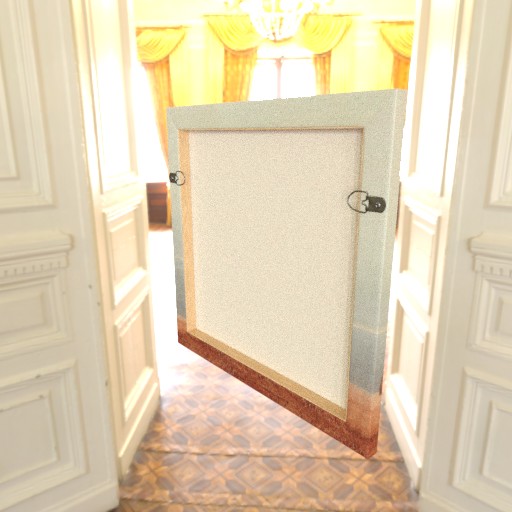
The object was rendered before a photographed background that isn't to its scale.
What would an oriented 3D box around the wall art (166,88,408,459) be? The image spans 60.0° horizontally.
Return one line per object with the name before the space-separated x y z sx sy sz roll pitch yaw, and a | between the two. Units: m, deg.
wall art | 0.000 0.000 0.611 0.023 0.405 0.405 -13 20 -40
